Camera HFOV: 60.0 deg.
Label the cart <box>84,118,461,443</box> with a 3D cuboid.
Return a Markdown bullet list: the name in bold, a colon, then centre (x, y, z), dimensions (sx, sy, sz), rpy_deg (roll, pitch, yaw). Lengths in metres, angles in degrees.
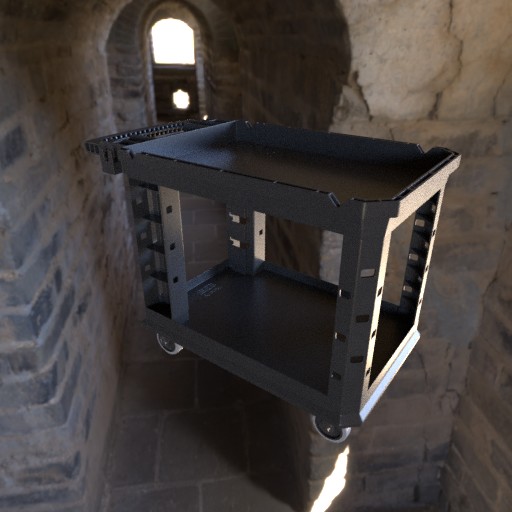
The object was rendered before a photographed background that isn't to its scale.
- **cart**: centre (0.000, 0.000, 1.755), dimensions (1.239, 0.884, 0.674), rpy_deg (18, 32, 32)
